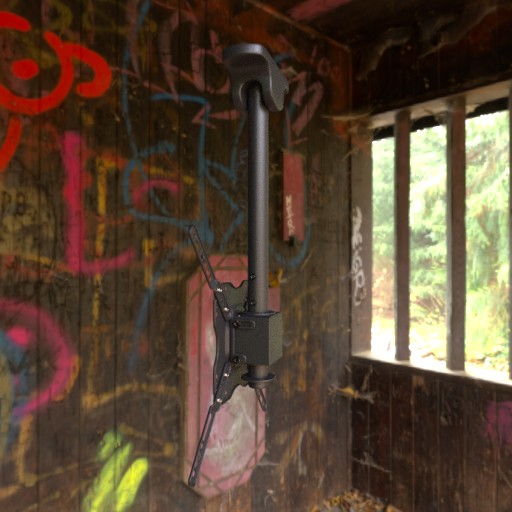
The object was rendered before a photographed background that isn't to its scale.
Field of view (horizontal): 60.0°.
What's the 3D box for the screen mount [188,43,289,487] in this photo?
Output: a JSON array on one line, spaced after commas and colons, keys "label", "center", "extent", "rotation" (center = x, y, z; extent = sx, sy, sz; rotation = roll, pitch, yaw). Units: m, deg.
[{"label": "screen mount", "center": [0.000, 0.000, 0.861], "extent": [0.090, 0.729, 0.393], "rotation": [0, 0, 19]}]
